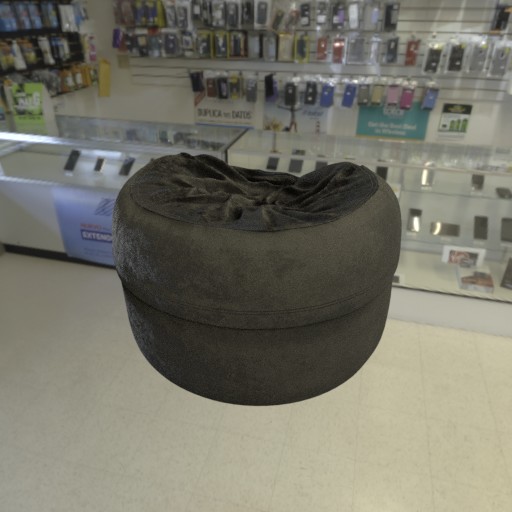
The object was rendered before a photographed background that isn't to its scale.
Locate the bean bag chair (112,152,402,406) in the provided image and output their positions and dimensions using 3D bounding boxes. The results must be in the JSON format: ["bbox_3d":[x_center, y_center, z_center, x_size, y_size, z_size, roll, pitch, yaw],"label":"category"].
[{"bbox_3d":[0.000,0.000,1.512,0.918,0.605,0.918,0,30,0],"label":"bean bag chair"}]
